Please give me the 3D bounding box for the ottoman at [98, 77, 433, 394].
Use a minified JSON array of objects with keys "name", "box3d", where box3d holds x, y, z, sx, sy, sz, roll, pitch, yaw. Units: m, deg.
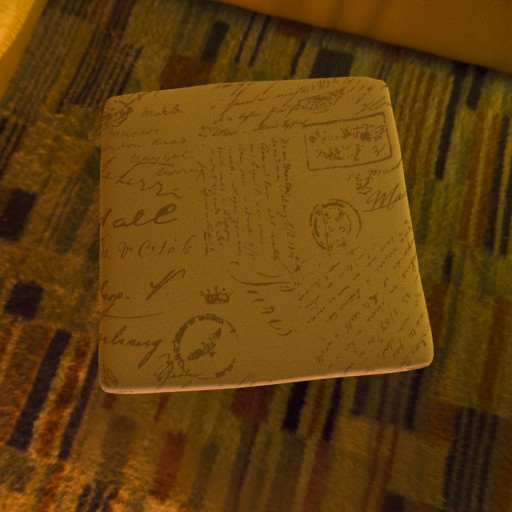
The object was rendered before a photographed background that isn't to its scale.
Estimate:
[{"name":"ottoman","box3d":[0.000,0.000,0.820,0.449,0.457,0.450,-5,76,-1]}]
